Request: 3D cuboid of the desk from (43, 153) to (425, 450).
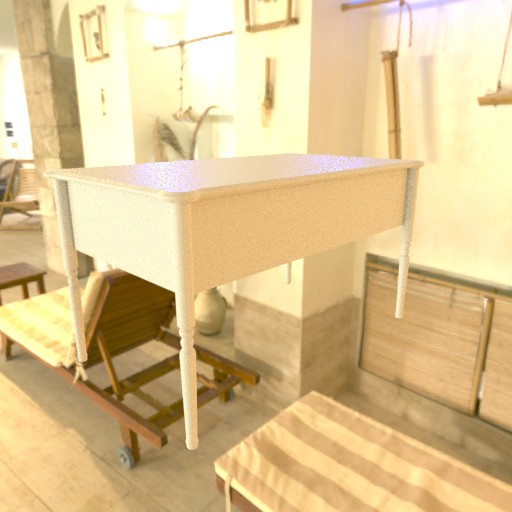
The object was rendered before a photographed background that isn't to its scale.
[{"bbox_3d":[0.000,0.000,1.880,0.807,0.762,1.380,16,23,42],"label":"desk"}]
